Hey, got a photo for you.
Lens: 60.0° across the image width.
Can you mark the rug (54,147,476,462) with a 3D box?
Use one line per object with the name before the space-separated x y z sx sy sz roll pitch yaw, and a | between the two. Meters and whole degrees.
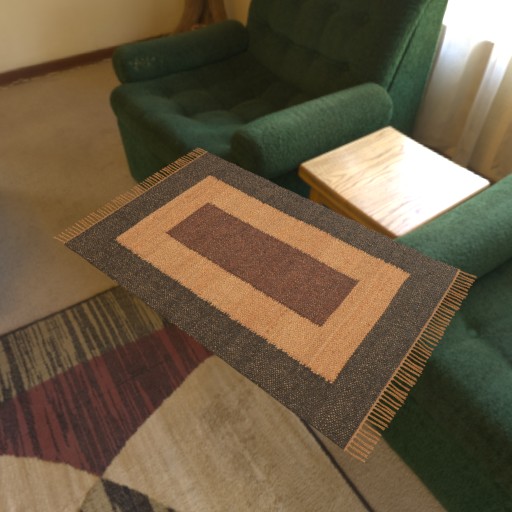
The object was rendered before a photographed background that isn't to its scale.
rug | 0.000 0.000 1.852 1.541 0.013 0.920 30 53 26
